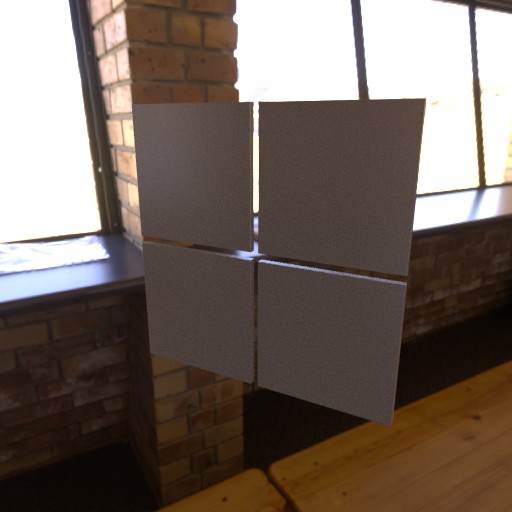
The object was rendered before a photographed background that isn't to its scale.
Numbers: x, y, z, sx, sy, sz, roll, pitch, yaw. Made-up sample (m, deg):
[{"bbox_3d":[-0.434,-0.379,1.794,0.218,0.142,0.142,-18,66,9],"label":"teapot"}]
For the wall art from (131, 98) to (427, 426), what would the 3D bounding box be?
[{"bbox_3d":[0.000,0.000,1.700,1.118,1.118,0.029,9,19,27],"label":"wall art"}]
